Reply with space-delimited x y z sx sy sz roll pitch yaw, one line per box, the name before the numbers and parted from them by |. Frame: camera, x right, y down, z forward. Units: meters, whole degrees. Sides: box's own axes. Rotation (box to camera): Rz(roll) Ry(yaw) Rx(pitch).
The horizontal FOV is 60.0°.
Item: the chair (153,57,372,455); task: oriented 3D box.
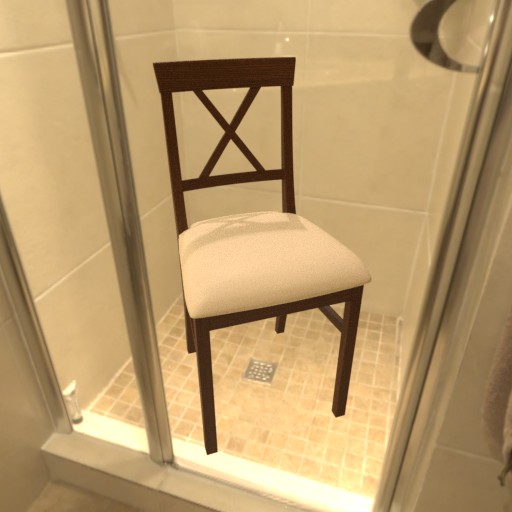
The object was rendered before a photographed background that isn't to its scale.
chair | 0.000 0.000 1.173 0.440 0.913 0.480 -10 32 -16
